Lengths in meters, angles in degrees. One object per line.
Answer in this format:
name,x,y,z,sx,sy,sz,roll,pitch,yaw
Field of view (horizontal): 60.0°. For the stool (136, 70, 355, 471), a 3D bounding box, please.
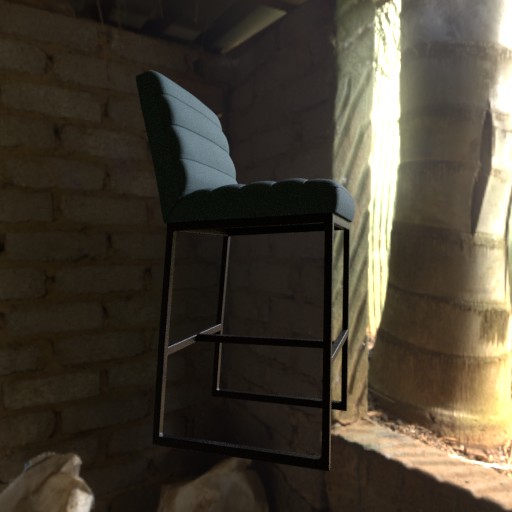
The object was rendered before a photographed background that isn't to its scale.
stool,0.000,0.000,1.355,0.560,1.040,0.460,0,1,17
